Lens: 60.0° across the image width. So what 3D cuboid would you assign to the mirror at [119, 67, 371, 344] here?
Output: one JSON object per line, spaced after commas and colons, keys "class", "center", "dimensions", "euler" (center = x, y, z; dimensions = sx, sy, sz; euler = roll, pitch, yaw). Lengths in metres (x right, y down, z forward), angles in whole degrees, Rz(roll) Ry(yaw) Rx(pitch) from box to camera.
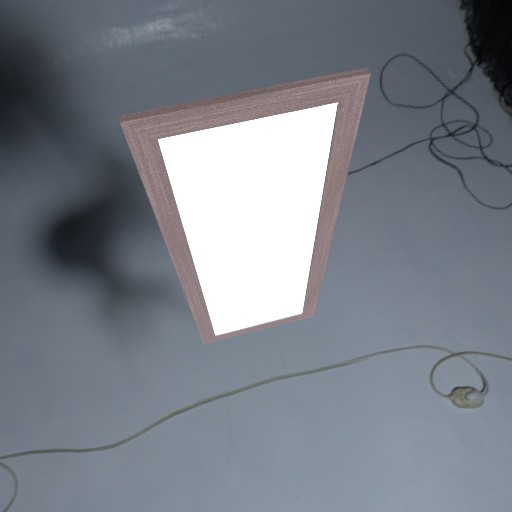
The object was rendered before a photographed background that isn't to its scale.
{"class": "mirror", "center": [0.000, 0.000, 2.273], "dimensions": [0.812, 2.020, 0.221], "euler": [-13, 66, -6]}
